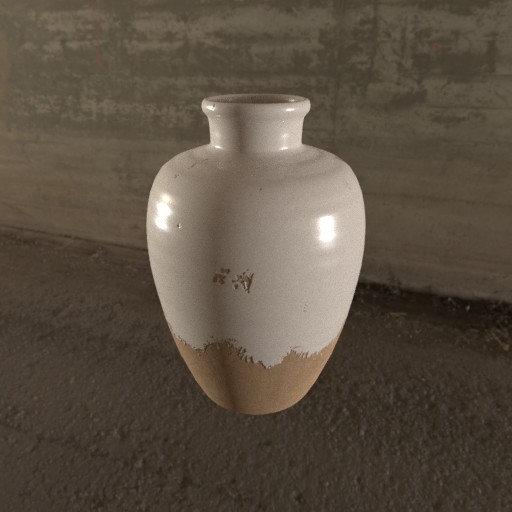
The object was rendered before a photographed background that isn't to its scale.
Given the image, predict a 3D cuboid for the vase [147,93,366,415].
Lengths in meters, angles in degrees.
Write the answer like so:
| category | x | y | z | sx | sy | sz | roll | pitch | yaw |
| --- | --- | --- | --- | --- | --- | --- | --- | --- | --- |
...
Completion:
| category | x | y | z | sx | sy | sz | roll | pitch | yaw |
| --- | --- | --- | --- | --- | --- | --- | --- | --- | --- |
| vase | 0.000 | 0.000 | 0.339 | 0.158 | 0.228 | 0.158 | 0 | 25 | 0 |
